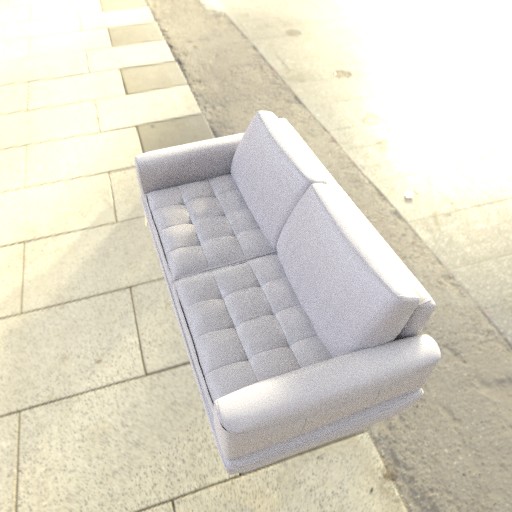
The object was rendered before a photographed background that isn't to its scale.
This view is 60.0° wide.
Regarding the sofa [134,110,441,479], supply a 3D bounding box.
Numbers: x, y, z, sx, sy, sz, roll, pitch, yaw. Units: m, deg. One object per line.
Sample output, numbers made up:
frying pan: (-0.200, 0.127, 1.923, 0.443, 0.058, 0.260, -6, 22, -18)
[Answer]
sofa: (0.000, 0.000, 2.687, 1.121, 0.930, 2.177, -15, 49, -14)
